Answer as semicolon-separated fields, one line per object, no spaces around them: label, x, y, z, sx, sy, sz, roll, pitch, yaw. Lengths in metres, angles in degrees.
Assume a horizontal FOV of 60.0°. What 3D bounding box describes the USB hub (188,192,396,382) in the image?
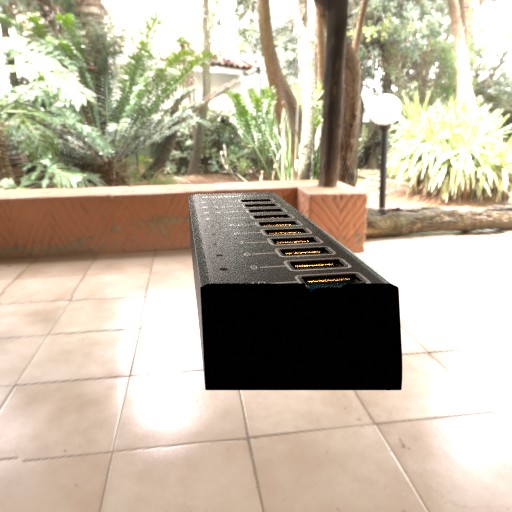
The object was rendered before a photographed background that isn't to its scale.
USB hub;0.000;0.000;0.159;0.044;0.023;0.145;-3;17;-9
